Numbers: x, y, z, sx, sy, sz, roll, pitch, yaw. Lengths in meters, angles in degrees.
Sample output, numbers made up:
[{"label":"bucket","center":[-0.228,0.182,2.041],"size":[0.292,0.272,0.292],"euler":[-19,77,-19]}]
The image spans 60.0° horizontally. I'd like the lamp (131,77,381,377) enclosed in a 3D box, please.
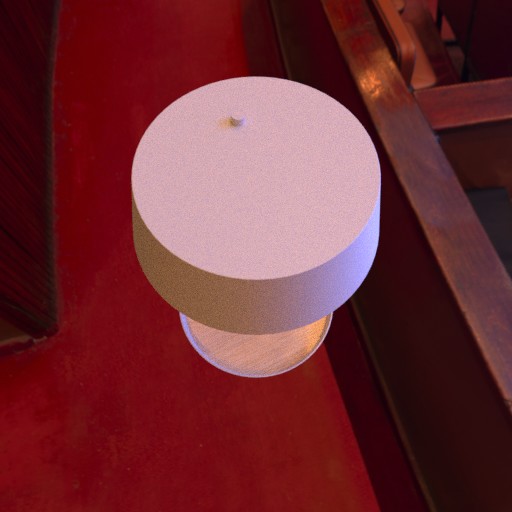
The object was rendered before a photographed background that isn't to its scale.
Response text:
[{"label":"lamp","center":[0.000,0.000,0.626],"size":[0.291,0.429,0.291],"euler":[0,64,0]}]
